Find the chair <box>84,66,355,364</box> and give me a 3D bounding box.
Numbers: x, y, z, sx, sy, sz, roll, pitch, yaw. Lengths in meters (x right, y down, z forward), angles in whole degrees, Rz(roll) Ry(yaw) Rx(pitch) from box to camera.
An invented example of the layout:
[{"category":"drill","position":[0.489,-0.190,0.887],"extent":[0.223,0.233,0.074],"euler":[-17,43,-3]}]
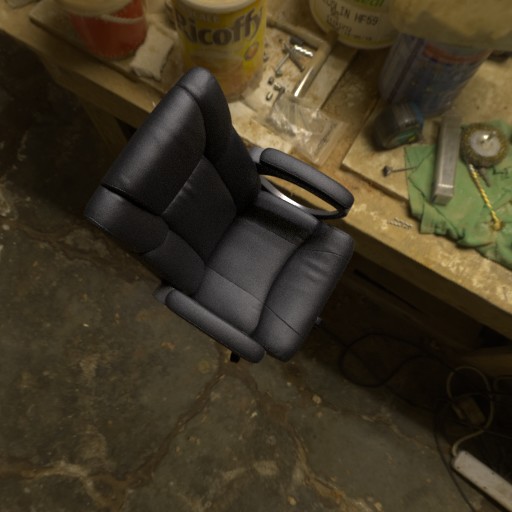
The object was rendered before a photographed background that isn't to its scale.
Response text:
[{"category":"chair","position":[0.000,0.000,1.582],"extent":[0.719,1.130,0.721],"euler":[32,77,8]}]
